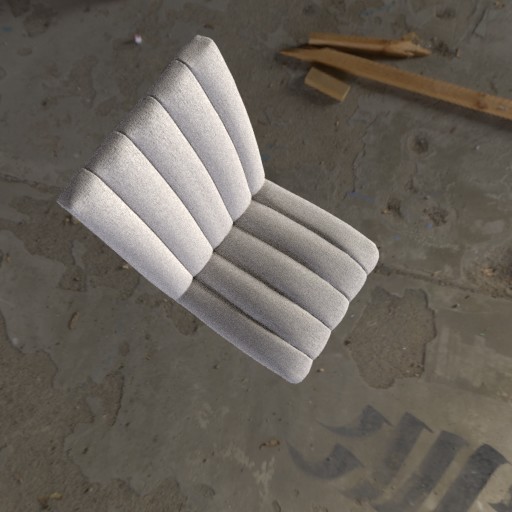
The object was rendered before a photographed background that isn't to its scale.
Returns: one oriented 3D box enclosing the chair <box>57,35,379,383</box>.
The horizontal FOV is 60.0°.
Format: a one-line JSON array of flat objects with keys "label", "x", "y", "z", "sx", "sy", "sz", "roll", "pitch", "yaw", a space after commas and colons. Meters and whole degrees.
[{"label": "chair", "x": 0.000, "y": 0.000, "z": 1.347, "sx": 0.647, "sy": 1.016, "sz": 0.511, "roll": 33, "pitch": 78, "yaw": 8}]
